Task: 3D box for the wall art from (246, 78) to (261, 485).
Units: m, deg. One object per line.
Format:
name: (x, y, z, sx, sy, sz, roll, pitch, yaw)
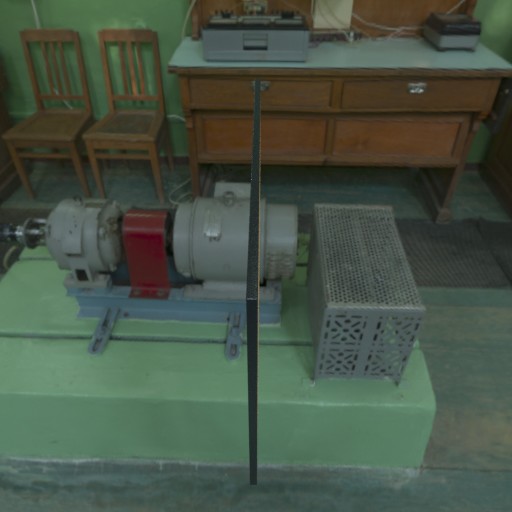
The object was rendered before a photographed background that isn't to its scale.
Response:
wall art: (0.000, 0.000, 1.053, 0.015, 0.552, 0.819, 0, 40, 1)
